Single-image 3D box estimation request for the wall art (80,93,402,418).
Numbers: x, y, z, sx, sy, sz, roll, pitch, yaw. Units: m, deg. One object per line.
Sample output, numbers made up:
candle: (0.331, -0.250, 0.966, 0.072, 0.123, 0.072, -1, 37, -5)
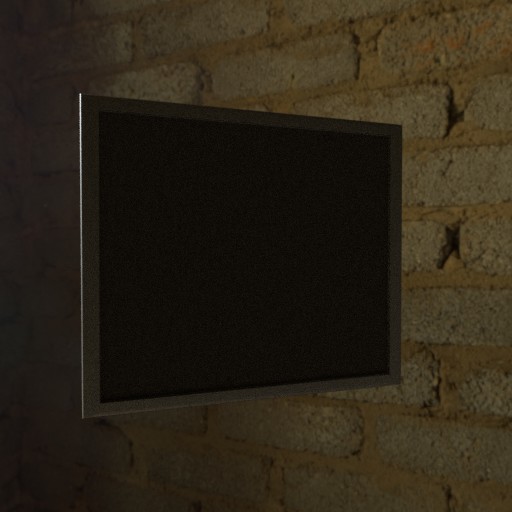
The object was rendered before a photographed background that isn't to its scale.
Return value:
wall art: (0.000, 0.000, 0.519, 0.380, 0.330, 0.028, 0, 1, -17)
